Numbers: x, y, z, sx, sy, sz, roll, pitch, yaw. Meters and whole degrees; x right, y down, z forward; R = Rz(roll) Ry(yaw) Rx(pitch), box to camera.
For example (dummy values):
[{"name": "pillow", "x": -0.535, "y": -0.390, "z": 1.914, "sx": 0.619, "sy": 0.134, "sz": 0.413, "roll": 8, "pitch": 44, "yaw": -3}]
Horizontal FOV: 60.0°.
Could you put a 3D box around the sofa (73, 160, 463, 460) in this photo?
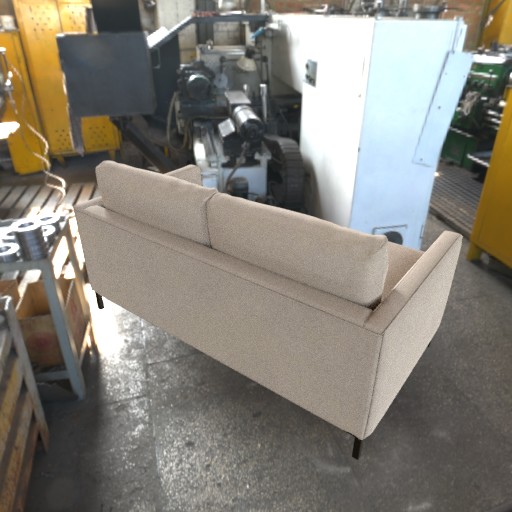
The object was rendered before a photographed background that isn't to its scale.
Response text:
[{"name": "sofa", "x": 0.000, "y": 0.000, "z": 2.177, "sx": 1.682, "sy": 0.840, "sz": 0.875, "roll": 20, "pitch": 35, "yaw": 32}]
